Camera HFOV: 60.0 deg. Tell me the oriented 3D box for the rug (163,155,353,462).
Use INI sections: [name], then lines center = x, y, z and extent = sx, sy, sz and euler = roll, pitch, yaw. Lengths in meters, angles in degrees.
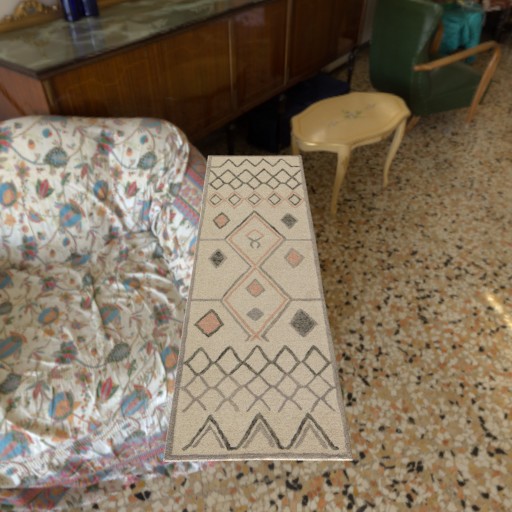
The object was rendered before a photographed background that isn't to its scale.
[rug]
center = 0.000, 0.000, 2.657
extent = 0.750, 0.011, 2.435
euler = 0, 42, 0
